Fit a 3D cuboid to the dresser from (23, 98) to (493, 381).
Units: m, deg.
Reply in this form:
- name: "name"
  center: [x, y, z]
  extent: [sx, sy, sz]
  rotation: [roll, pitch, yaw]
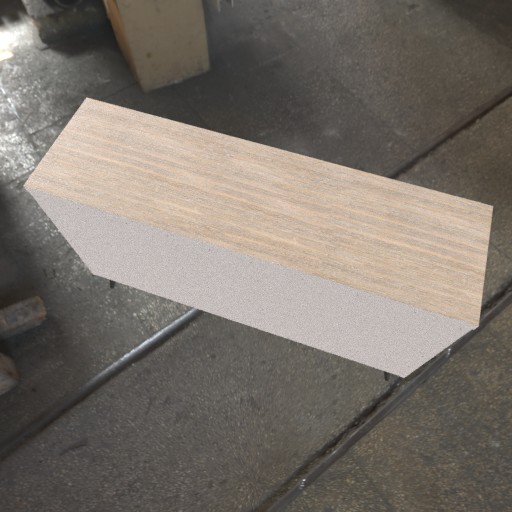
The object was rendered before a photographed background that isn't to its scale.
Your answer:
- name: "dresser"
  center: [0.000, 0.000, 1.904]
  extent: [1.524, 0.914, 0.457]
  rotation: [17, 64, 9]
